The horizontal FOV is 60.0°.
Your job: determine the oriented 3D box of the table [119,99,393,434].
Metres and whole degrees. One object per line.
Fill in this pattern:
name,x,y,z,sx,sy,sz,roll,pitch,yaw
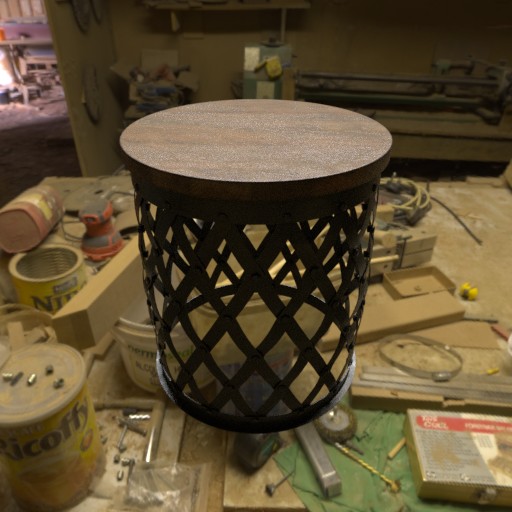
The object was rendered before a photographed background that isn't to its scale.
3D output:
table,0.000,0.000,0.797,0.405,0.454,0.405,0,32,0
